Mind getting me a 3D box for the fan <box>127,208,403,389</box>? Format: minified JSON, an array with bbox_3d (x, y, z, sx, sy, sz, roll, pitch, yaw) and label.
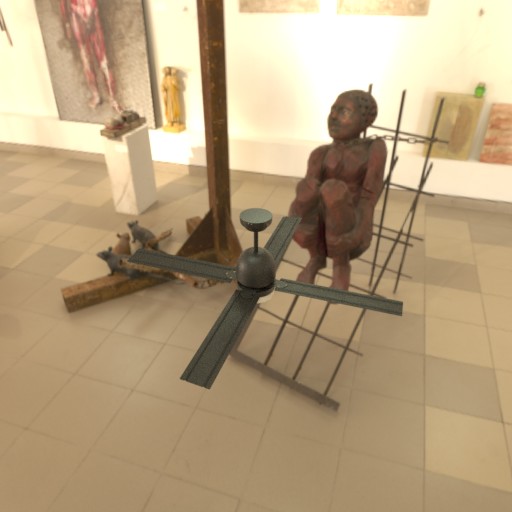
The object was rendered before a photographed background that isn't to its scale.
[{"bbox_3d":[0.000,0.000,1.993,1.319,0.410,1.319,10,34,15],"label":"fan"}]
